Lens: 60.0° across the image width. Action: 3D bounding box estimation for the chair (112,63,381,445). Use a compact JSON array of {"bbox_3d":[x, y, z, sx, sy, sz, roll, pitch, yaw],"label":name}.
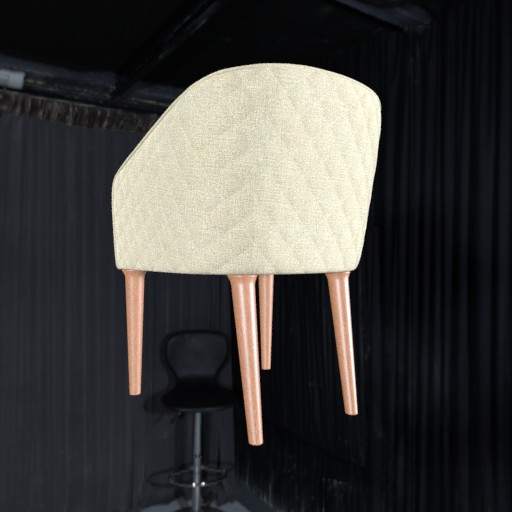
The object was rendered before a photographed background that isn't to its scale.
[{"bbox_3d":[0.000,0.000,1.173,0.584,0.775,0.616,0,1,-36],"label":"chair"}]
